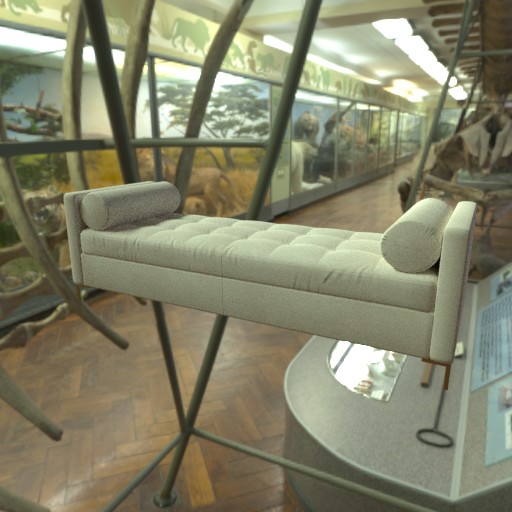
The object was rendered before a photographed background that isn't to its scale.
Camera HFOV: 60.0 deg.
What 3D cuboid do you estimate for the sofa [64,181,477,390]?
[{"bbox_3d":[0.000,0.000,2.296,1.981,0.635,0.686,8,18,26],"label":"sofa"}]
